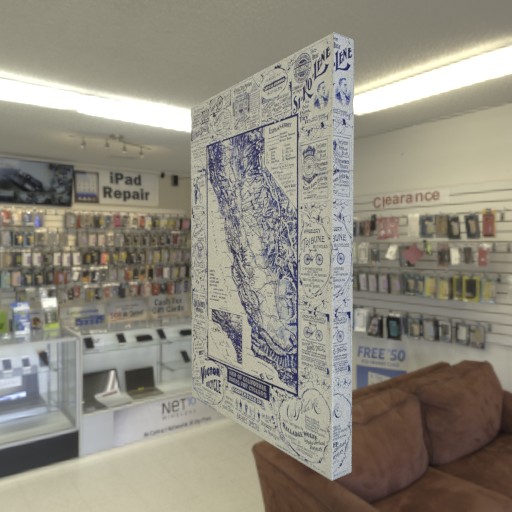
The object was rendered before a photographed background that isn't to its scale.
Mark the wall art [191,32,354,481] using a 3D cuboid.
[{"bbox_3d":[0.000,0.000,0.769,0.040,0.601,0.408,-1,2,-36],"label":"wall art"}]
